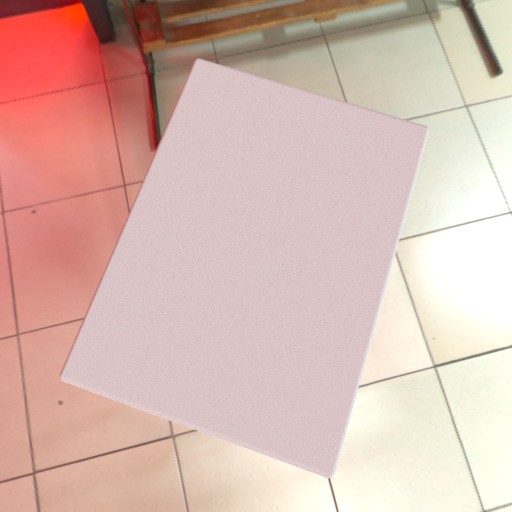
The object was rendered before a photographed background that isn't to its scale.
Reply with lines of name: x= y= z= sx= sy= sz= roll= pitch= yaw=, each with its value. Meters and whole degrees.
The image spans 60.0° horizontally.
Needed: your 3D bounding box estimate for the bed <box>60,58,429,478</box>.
bed: x=0.000 y=0.000 z=2.752 sx=1.529 sy=0.593 sz=2.050 roll=18 pitch=77 yaw=4
